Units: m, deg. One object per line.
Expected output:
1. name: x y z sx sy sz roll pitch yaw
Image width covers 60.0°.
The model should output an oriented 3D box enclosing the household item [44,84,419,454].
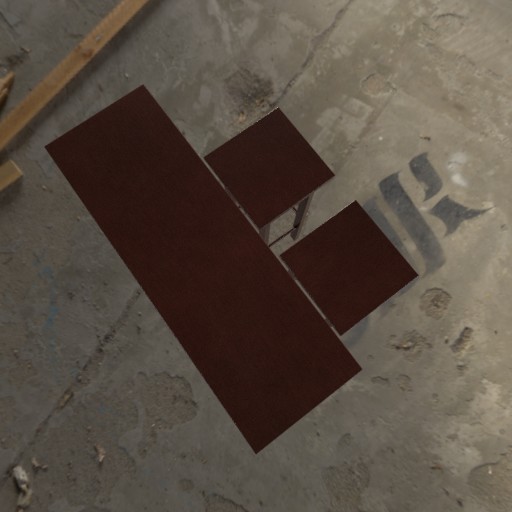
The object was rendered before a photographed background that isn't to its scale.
1. household item: 0.000 0.000 1.619 0.676 1.067 0.914 -36 80 -8
